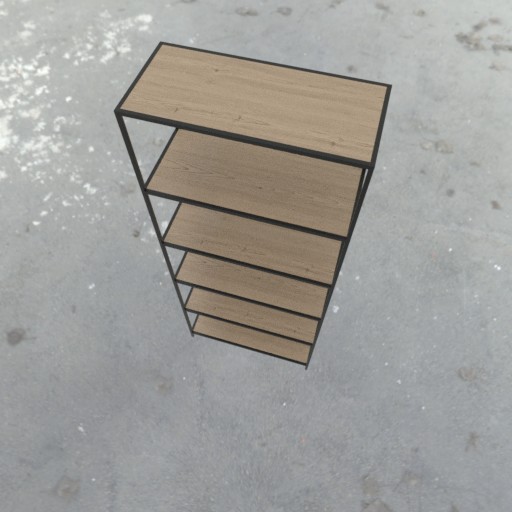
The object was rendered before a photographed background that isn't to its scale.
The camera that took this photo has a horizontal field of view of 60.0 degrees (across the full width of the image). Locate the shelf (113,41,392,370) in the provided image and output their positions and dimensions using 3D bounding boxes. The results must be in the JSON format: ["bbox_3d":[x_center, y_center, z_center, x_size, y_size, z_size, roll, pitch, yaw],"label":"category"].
[{"bbox_3d":[0.000,0.000,2.124,0.770,1.850,0.350,14,60,8],"label":"shelf"}]
